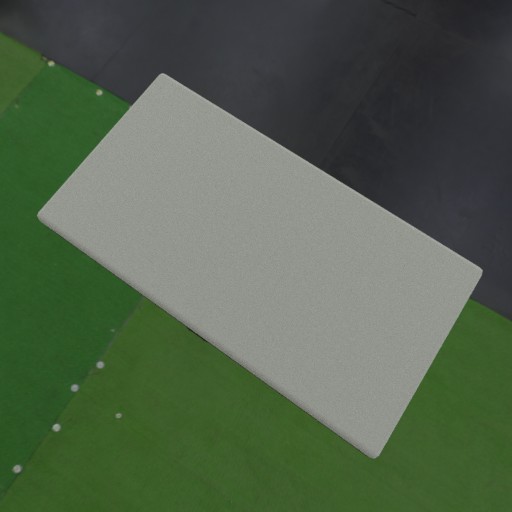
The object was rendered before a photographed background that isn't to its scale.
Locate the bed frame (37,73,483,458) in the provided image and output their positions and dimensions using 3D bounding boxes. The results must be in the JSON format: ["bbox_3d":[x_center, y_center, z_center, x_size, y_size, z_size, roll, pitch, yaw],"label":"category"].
[{"bbox_3d":[0.000,0.000,3.183,2.635,0.680,1.393,34,77,9],"label":"bed frame"}]
